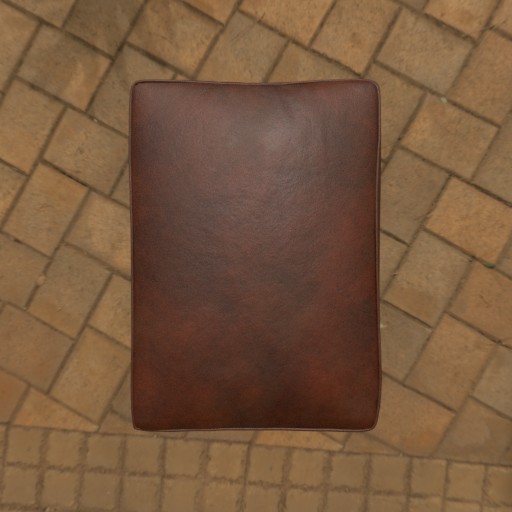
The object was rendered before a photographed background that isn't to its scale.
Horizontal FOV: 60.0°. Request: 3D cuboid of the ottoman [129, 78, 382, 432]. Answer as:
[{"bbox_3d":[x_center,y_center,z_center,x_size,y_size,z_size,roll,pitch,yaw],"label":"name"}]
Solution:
[{"bbox_3d":[0.000,0.000,0.975,0.501,0.432,0.665,0,91,0],"label":"ottoman"}]
